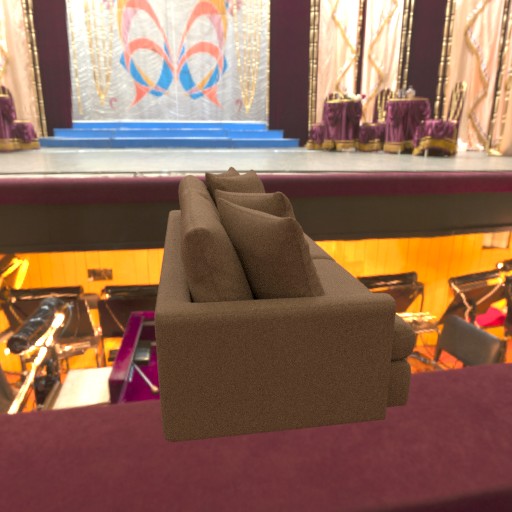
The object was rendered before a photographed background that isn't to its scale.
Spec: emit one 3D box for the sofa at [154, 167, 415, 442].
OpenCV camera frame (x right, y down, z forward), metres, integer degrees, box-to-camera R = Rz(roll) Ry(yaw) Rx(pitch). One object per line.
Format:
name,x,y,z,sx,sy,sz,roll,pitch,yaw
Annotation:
sofa,0.000,0.000,3.037,1.228,1.084,2.380,-3,17,-9
